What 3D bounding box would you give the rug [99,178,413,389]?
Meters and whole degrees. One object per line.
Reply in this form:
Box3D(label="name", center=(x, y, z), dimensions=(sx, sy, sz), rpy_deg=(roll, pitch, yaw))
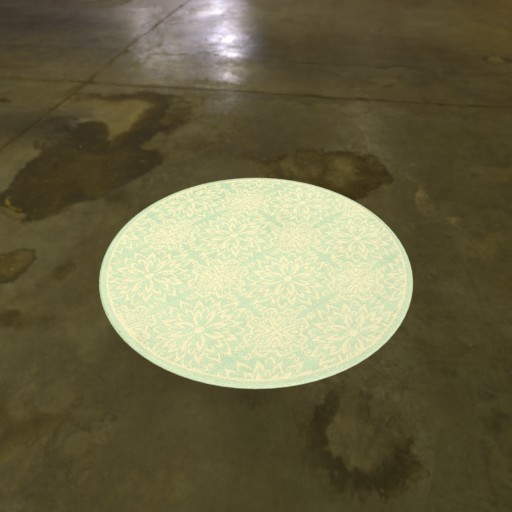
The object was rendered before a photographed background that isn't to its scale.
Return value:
Box3D(label="rug", center=(0.000, 0.000, 2.330), dimensions=(1.593, 0.012, 1.593), rpy_deg=(0, 40, 0))
